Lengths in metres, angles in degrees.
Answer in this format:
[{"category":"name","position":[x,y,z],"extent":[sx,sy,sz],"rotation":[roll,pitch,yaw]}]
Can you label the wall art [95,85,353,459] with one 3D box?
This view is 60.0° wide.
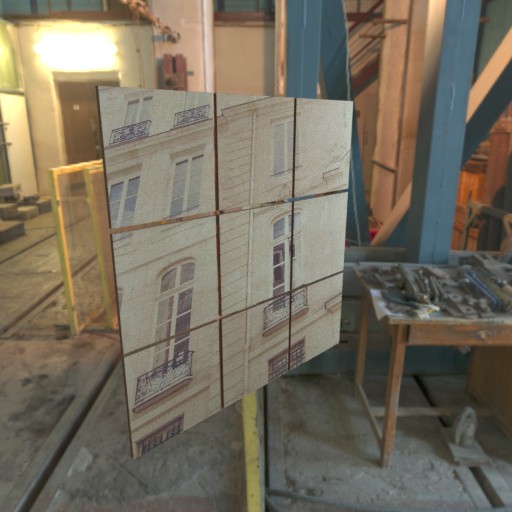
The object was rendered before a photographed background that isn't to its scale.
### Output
[{"category":"wall art","position":[0.000,0.000,1.787],"extent":[1.221,1.218,0.024],"rotation":[-16,23,-42]}]
